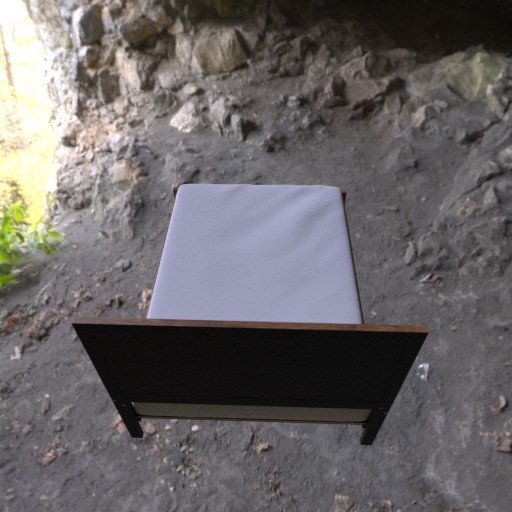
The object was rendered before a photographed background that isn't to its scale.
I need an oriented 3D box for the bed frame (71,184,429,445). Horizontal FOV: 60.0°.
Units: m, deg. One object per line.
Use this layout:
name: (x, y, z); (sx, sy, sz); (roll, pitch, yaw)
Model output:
bed frame: (0.000, 0.000, 3.391); (1.696, 1.417, 2.276); (1, 47, 1)
